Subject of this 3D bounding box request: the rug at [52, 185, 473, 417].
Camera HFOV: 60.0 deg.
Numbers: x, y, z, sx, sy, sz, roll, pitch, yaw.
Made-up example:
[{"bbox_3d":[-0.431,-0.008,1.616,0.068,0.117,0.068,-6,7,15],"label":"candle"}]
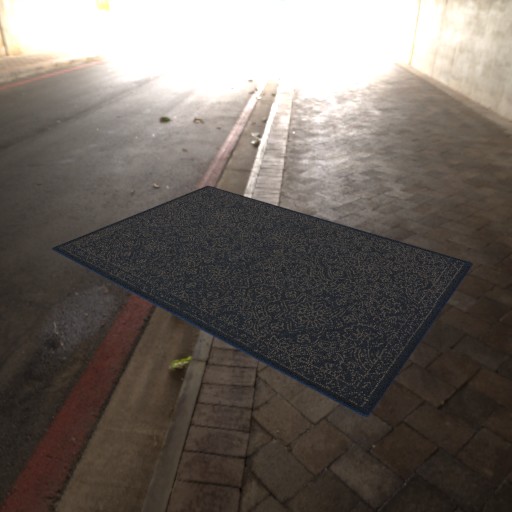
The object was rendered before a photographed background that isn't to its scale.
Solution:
[{"bbox_3d":[0.000,0.000,2.300,1.829,0.010,1.219,21,35,32],"label":"rug"}]
